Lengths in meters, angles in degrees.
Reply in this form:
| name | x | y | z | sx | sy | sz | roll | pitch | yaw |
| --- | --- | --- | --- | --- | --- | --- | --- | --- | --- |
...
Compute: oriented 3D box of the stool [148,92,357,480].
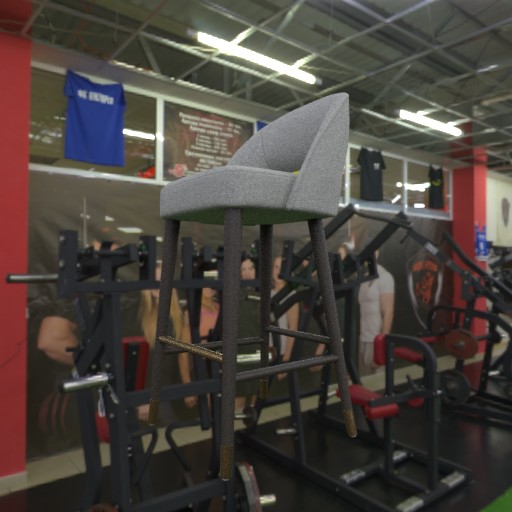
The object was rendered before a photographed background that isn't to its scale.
| name | x | y | z | sx | sy | sz | roll | pitch | yaw |
| --- | --- | --- | --- | --- | --- | --- | --- | --- | --- |
| stool | 0.000 | 0.000 | 1.345 | 0.509 | 1.037 | 0.494 | 0 | -1 | -36 |
